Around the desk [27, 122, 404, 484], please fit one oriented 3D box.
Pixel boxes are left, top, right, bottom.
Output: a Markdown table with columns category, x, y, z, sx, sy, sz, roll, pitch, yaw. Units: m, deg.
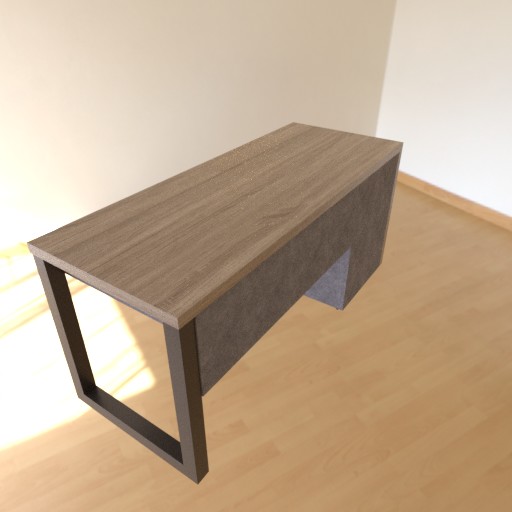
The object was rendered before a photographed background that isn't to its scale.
| category | x | y | z | sx | sy | sz | roll | pitch | yaw |
| --- | --- | --- | --- | --- | --- | --- | --- | --- | --- |
| desk | 0.000 | 0.000 | 2.079 | 0.690 | 0.760 | 1.700 | 20 | 37 | 29 |
